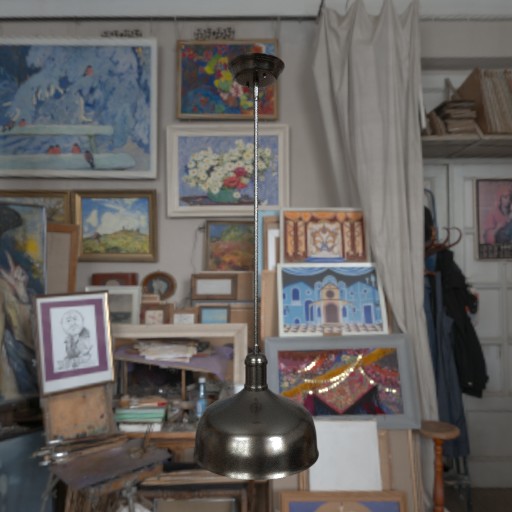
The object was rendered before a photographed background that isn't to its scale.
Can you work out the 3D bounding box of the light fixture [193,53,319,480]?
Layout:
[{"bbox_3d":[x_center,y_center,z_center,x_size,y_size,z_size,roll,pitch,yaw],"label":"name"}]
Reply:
[{"bbox_3d":[0.000,0.000,1.080,0.299,0.935,0.299,2,-2,-38],"label":"light fixture"}]
